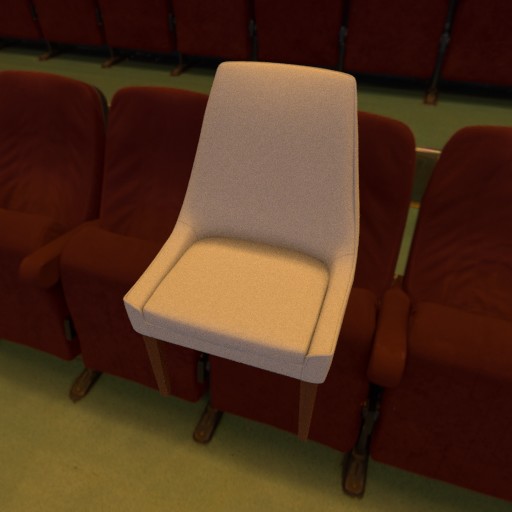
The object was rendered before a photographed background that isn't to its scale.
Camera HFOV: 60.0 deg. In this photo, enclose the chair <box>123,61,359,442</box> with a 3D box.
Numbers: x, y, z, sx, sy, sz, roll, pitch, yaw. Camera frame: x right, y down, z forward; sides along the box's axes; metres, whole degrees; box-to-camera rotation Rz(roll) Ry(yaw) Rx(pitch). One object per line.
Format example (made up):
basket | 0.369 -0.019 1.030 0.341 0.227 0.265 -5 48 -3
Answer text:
chair | 0.000 0.000 1.207 0.529 0.861 0.544 12 41 15
